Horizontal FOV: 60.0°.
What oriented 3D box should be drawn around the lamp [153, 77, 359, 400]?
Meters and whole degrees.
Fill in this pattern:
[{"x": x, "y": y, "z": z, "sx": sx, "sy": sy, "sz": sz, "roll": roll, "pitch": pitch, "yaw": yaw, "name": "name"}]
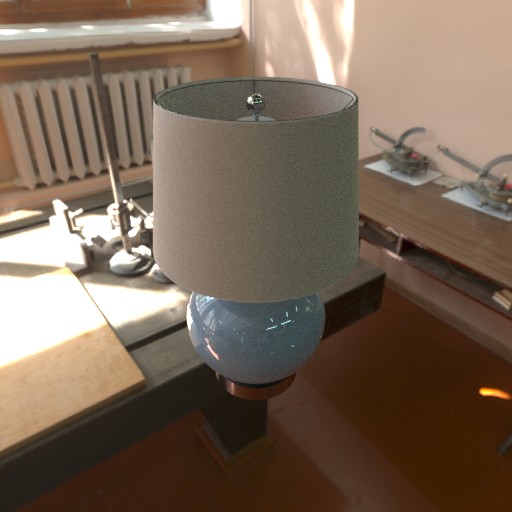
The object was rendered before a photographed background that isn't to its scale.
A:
[{"x": 0.000, "y": 0.000, "z": 0.553, "sx": 0.247, "sy": 0.387, "sz": 0.247, "roll": 0, "pitch": 32, "yaw": 0, "name": "lamp"}]
